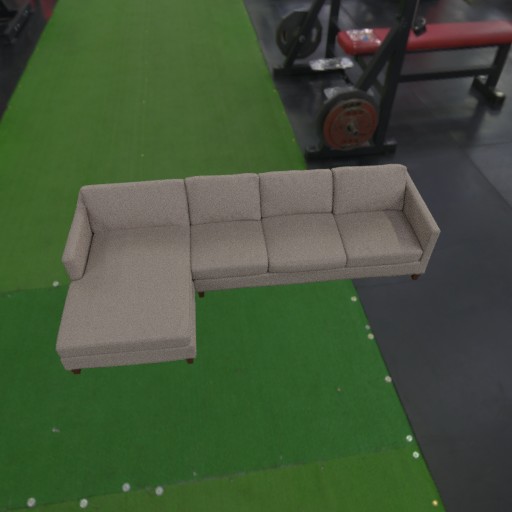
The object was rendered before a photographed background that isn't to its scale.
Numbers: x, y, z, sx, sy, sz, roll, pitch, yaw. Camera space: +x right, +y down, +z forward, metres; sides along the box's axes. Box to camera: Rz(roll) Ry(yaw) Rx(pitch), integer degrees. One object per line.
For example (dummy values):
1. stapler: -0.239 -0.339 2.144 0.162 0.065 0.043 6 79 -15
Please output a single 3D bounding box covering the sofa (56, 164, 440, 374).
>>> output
1. sofa: 0.000 0.000 3.930 3.186 0.846 1.625 -4 47 -4
